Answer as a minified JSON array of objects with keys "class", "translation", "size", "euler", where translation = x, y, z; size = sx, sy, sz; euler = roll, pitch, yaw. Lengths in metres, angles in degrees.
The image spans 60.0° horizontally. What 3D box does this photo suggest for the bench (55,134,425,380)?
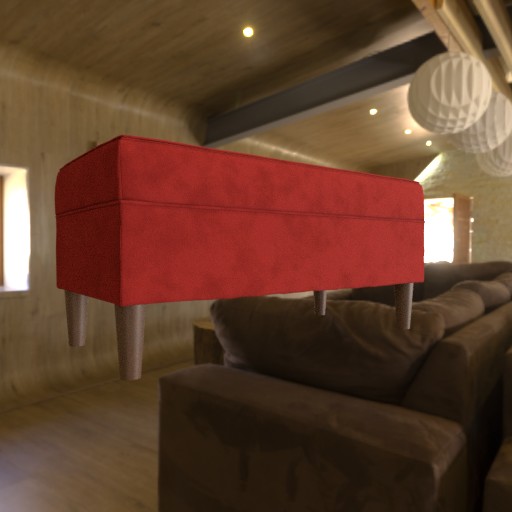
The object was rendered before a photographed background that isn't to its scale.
[{"class":"bench","translation":[0.000,0.000,1.304],"size":[1.016,0.471,0.492],"euler":[-1,1,-37]}]
